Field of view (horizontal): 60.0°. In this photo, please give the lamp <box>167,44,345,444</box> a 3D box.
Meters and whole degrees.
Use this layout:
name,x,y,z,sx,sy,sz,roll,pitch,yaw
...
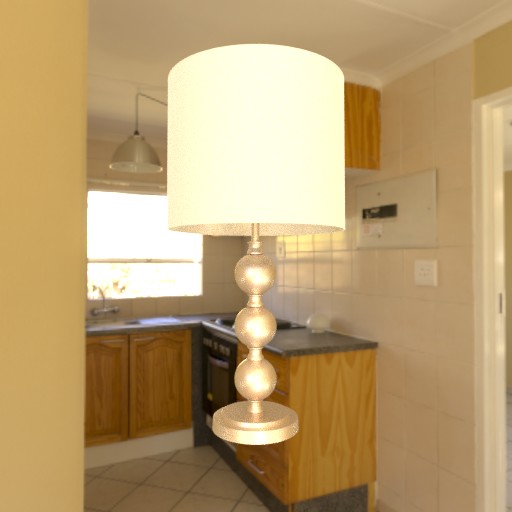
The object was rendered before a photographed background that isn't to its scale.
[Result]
name,x,y,z,sx,sy,sz,roll,pitch,yaw
lamp,0.000,0.000,0.699,0.277,0.538,0.277,1,-1,-36
